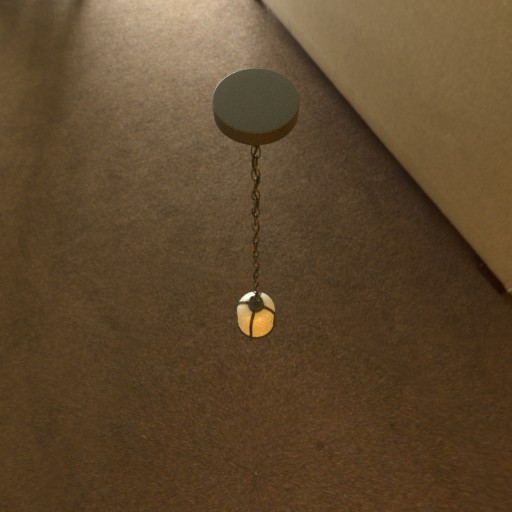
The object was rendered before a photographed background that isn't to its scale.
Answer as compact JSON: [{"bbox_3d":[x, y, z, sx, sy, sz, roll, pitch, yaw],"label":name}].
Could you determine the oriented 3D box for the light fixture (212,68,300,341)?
[{"bbox_3d":[0.000,0.000,1.264,0.178,1.181,0.178,14,65,7],"label":"light fixture"}]
